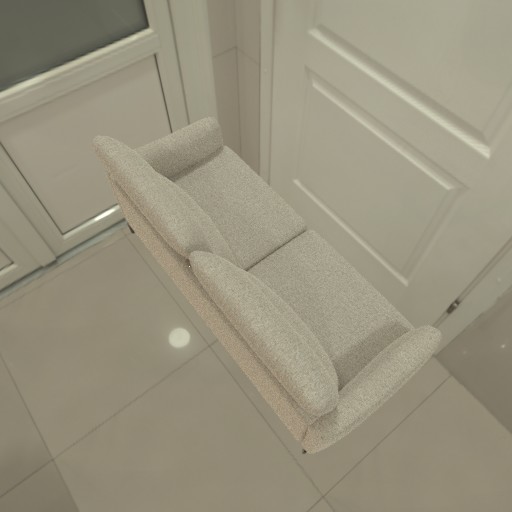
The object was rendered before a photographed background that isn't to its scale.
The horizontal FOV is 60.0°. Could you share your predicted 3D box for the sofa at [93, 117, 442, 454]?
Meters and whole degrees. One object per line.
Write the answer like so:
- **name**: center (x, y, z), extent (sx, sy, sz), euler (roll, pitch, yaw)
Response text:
- **sofa**: center (0.000, 0.000, 2.503), extent (0.856, 0.956, 2.015), euler (-34, 65, -18)
